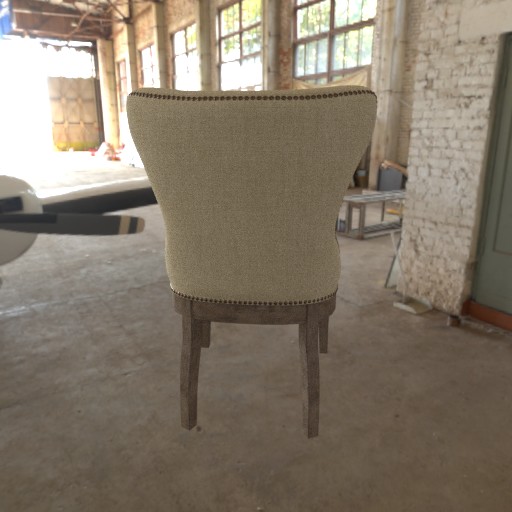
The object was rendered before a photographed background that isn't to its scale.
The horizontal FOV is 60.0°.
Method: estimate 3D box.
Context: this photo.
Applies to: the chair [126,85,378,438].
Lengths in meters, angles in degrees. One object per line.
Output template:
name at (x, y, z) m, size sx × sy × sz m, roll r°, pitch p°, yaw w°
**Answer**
chair at (0.000, 0.000, 1.449) m, size 0.654 × 1.002 × 0.681 m, roll 2°, pitch 16°, yaw 6°
